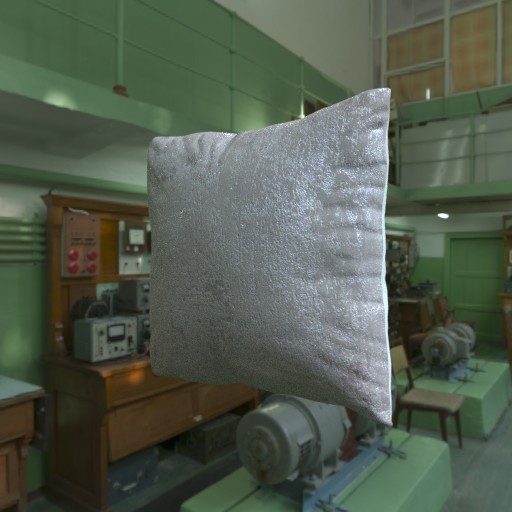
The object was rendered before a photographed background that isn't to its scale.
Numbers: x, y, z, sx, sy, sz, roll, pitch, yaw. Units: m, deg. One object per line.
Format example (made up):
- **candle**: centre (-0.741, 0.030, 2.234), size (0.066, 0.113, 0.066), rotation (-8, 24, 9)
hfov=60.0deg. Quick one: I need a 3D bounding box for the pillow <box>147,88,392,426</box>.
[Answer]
- **pillow**: centre (0.000, 0.000, 0.714), size (0.450, 0.448, 0.245), rotation (0, 0, 36)
